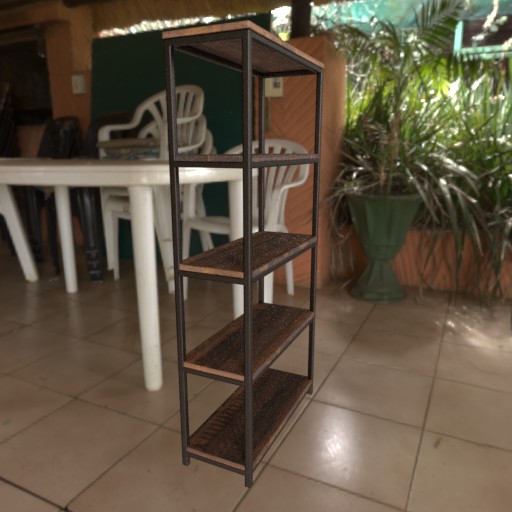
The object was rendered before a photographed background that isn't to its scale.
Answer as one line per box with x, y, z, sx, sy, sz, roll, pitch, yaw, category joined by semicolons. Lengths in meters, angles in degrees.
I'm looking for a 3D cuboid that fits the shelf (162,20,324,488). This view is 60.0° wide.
0.000;0.000;2.170;0.359;1.860;0.874;6;15;25;shelf
